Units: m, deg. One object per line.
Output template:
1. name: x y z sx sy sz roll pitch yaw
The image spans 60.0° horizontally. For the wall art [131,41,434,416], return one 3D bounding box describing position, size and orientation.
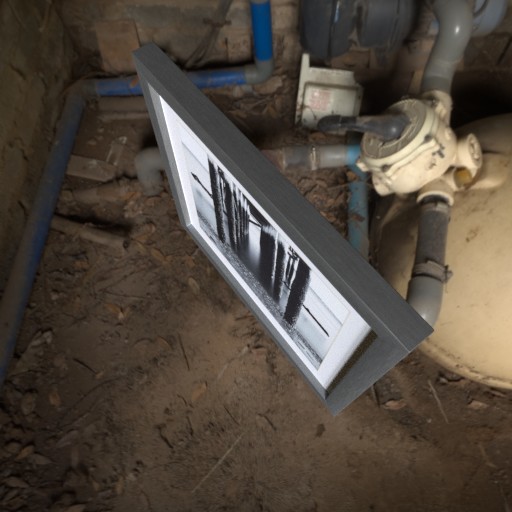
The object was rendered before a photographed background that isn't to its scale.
1. wall art: 0.000 0.000 0.523 0.028 0.330 0.380 -34 68 -16
